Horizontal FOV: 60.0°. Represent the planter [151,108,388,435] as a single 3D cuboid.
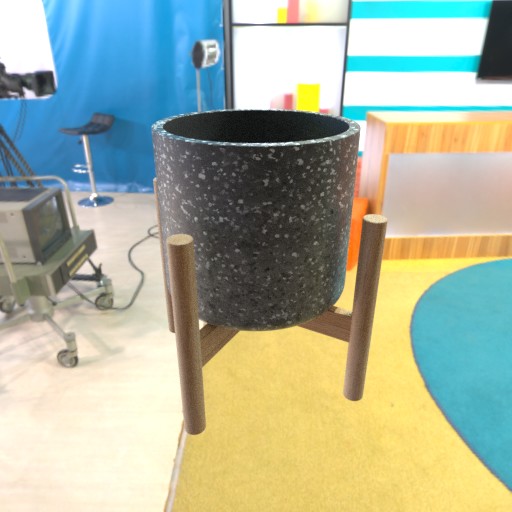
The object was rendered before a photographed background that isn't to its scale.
[{"bbox_3d":[0.000,0.000,0.551,0.284,0.320,0.284,-19,32,-33],"label":"planter"}]
